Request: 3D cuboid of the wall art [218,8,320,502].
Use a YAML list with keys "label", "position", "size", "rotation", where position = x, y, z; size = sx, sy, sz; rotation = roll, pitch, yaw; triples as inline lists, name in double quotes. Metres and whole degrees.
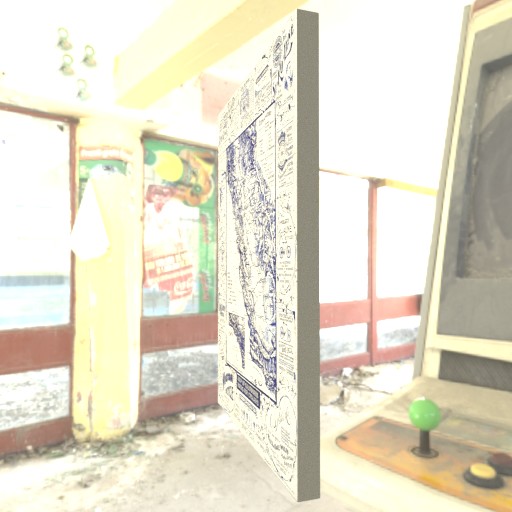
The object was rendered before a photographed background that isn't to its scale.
- label: "wall art"
  position: [0.000, 0.000, 0.923]
  size: [0.039, 0.753, 0.511]
  rotation: [0, -1, -18]
